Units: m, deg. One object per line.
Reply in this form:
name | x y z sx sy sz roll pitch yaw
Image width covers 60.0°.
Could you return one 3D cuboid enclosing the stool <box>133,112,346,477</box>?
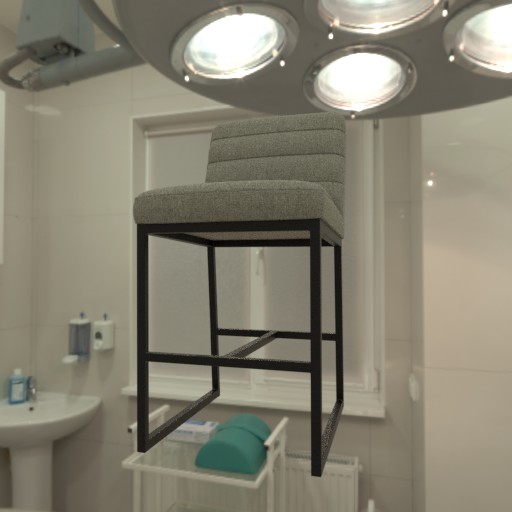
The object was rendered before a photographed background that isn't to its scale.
stool | 0.000 0.000 1.244 0.460 0.940 0.560 0 -1 17
